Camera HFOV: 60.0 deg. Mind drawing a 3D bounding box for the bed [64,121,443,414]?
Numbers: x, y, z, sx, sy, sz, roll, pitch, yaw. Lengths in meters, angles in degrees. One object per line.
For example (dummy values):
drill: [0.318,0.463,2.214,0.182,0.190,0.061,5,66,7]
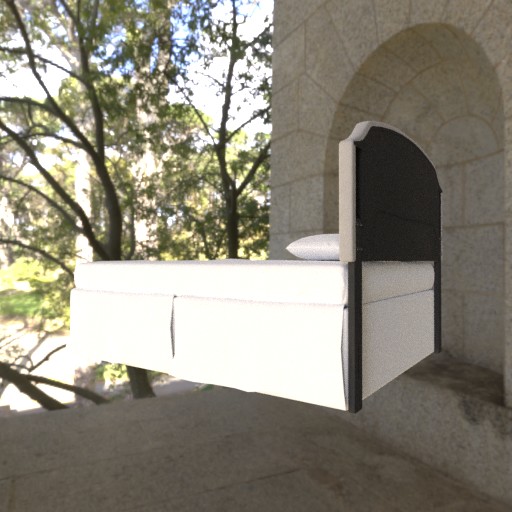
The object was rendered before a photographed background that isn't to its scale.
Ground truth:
bed: [0.000,0.000,2.921,1.999,1.270,1.558,0,-1,35]
